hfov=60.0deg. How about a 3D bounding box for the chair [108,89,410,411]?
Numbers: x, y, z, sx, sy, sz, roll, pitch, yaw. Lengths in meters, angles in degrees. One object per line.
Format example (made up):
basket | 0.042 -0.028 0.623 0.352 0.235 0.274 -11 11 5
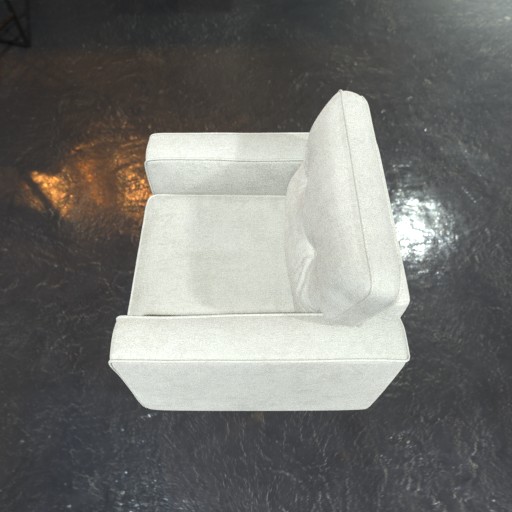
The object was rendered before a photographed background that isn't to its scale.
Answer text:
chair | 0.000 0.000 1.736 0.939 0.965 1.015 0 57 0
